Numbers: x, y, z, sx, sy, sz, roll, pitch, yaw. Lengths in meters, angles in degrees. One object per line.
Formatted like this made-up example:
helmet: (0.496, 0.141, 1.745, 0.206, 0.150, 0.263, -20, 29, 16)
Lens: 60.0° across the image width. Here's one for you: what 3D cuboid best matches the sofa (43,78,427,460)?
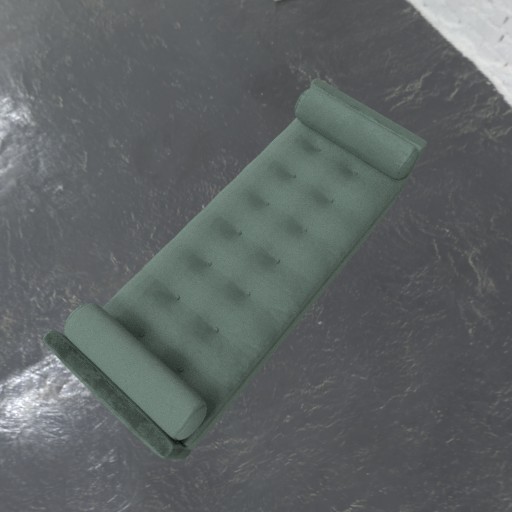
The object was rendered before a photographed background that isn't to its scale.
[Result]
sofa: (0.000, 0.000, 2.477, 0.796, 0.705, 2.102, 37, 70, 16)
